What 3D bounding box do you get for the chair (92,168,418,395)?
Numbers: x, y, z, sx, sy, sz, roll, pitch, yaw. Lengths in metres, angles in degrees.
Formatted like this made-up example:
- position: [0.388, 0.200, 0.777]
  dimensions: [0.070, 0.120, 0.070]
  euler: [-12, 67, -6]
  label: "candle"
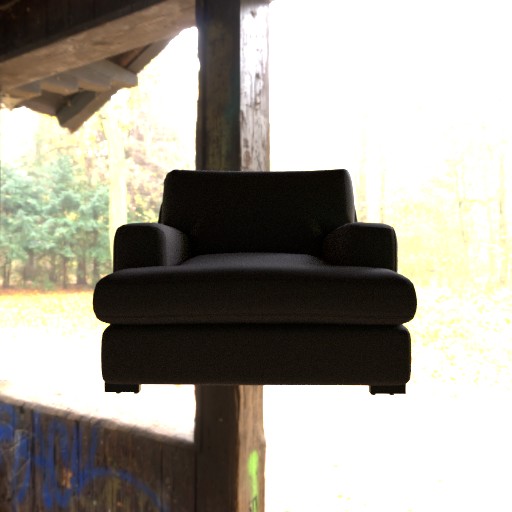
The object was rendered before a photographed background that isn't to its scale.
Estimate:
- position: [0.000, 0.000, 2.025]
  dimensions: [1.168, 0.940, 1.143]
  euler: [0, 0, 1]
  label: "chair"
